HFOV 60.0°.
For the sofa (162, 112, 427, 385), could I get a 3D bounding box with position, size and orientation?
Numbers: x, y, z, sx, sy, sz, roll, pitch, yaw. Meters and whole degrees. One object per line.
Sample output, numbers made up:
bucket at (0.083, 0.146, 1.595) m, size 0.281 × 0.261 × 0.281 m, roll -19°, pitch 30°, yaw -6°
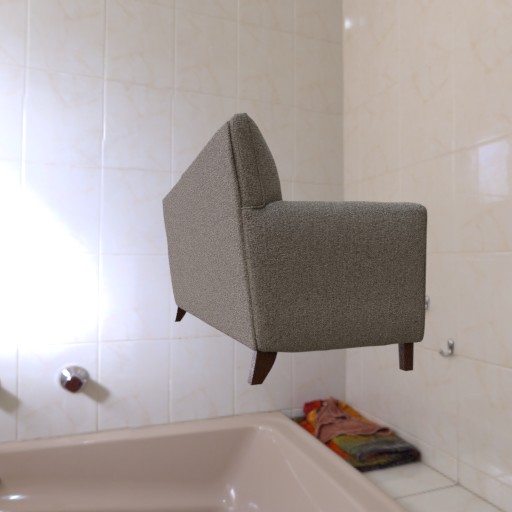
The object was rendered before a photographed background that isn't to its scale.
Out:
sofa at (0.000, 0.000, 2.548) m, size 0.854 × 0.942 × 2.026 m, roll 0°, pitch -1°, yaw -18°
